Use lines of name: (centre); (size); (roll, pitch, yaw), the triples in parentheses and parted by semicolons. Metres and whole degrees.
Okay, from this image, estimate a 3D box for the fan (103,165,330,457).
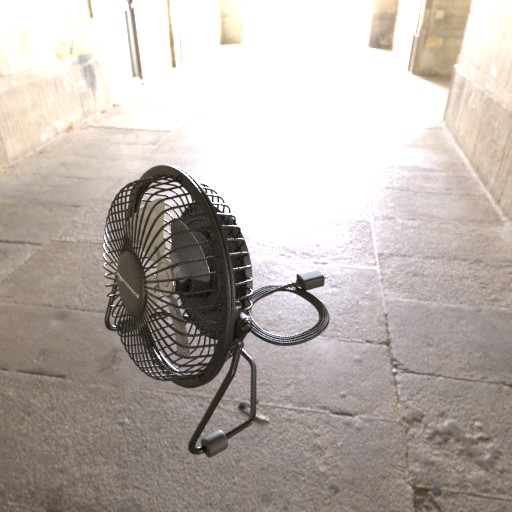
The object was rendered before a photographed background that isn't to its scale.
fan: (0.000, 0.000, 0.315); (0.202, 0.152, 0.153); (-21, 37, -30)
